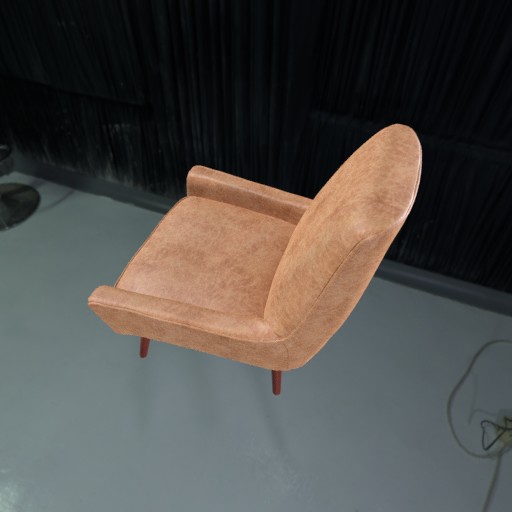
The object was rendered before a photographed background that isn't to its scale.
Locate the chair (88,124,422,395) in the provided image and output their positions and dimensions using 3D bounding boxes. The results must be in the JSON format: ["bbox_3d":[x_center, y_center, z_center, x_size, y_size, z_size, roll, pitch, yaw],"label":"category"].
[{"bbox_3d":[0.000,0.000,1.487,0.851,0.883,0.753,15,48,14],"label":"chair"}]
